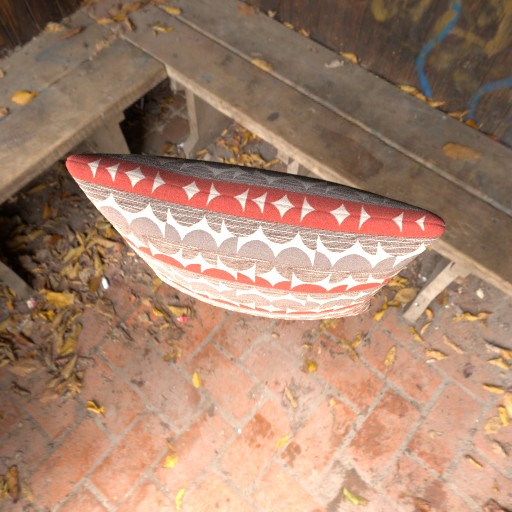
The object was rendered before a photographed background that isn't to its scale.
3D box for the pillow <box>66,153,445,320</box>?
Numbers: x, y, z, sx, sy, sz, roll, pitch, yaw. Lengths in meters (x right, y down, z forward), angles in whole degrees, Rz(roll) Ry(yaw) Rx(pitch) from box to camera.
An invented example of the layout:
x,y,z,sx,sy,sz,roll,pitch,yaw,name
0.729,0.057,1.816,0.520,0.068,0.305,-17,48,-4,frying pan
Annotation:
x,y,z,sx,sy,sz,roll,pitch,yaw,name
0.000,0.000,0.658,0.420,0.410,0.180,11,64,5,pillow
